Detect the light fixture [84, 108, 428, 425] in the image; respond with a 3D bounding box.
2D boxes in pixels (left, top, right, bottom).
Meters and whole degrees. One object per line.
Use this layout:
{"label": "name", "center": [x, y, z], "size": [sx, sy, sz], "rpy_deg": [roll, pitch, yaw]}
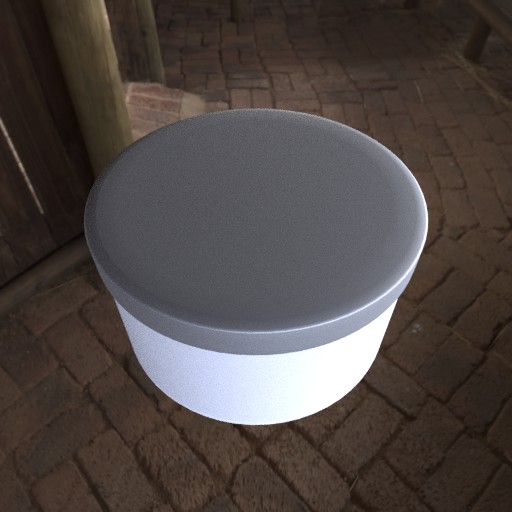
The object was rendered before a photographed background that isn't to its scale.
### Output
{"label": "light fixture", "center": [0.000, 0.000, 0.605], "size": [0.393, 0.229, 0.393], "rpy_deg": [0, 47, 0]}
